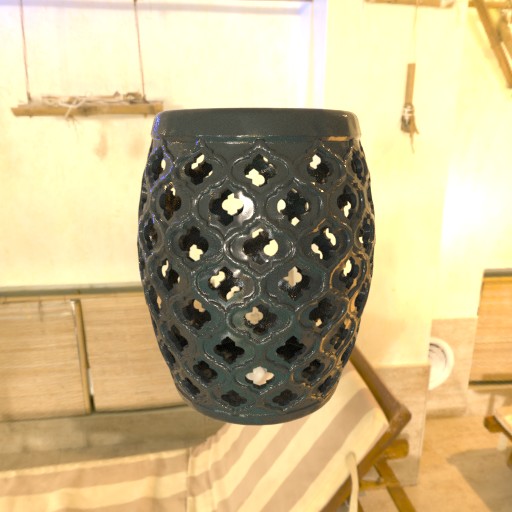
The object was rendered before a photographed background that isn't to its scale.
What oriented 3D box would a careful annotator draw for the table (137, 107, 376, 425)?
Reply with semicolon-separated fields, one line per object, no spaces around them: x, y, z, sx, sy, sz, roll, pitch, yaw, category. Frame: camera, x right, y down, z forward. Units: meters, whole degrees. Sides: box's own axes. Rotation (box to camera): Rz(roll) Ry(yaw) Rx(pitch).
0.000;0.000;0.631;0.325;0.388;0.325;0;15;0;table
